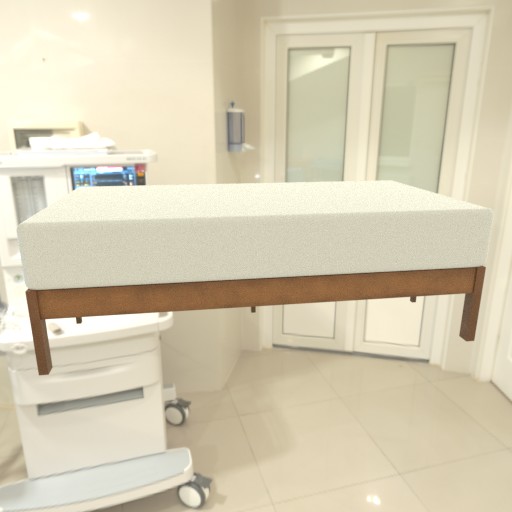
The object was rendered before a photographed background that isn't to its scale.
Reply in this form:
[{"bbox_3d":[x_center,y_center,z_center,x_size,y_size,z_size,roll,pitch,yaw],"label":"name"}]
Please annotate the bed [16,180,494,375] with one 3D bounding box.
[{"bbox_3d":[0.000,0.000,2.266,1.902,0.616,0.961,-3,17,-8],"label":"bed"}]
